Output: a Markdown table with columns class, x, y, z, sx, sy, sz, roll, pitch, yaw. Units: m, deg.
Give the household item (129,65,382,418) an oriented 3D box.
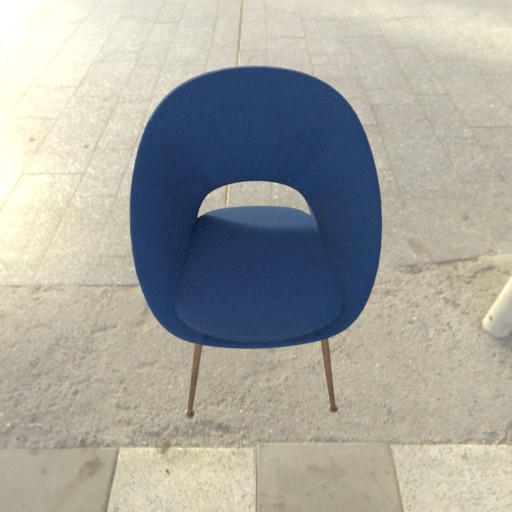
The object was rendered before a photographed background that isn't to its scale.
| class | x | y | z | sx | sy | sz | roll | pitch | yaw |
| --- | --- | --- | --- | --- | --- | --- | --- | --- | --- |
| household item | 0.000 | 0.000 | 1.257 | 0.623 | 0.852 | 0.573 | -2 | 47 | -2 |
